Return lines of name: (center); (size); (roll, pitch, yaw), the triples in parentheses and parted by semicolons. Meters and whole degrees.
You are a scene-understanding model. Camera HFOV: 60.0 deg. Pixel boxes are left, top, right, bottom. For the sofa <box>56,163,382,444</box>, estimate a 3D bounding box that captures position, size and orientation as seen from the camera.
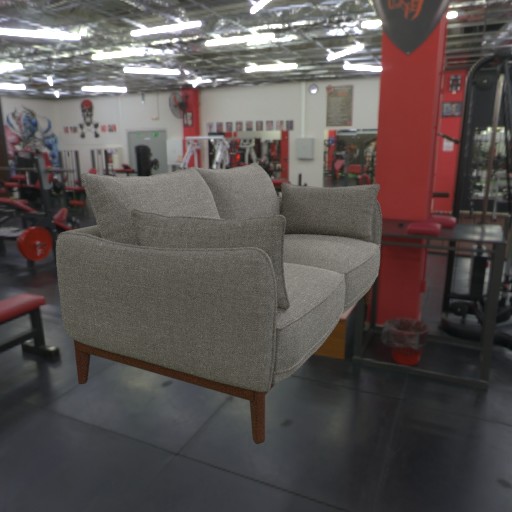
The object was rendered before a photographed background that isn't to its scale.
sofa: (0.000, 0.000, 2.161); (0.972, 0.851, 1.580); (7, 16, 27)
